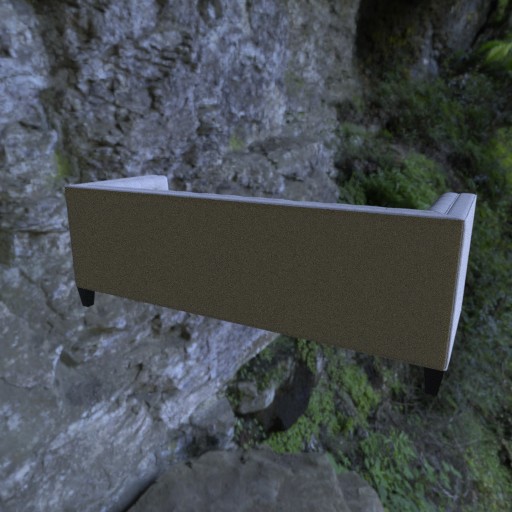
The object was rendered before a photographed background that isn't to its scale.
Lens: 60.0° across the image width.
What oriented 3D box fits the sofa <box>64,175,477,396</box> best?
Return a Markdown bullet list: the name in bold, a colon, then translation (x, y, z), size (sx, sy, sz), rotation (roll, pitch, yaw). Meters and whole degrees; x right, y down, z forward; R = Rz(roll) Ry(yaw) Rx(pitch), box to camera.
- **sofa**: translation (0.000, 0.000, 2.537), size (2.159, 0.762, 0.775), rotation (8, 18, 27)
